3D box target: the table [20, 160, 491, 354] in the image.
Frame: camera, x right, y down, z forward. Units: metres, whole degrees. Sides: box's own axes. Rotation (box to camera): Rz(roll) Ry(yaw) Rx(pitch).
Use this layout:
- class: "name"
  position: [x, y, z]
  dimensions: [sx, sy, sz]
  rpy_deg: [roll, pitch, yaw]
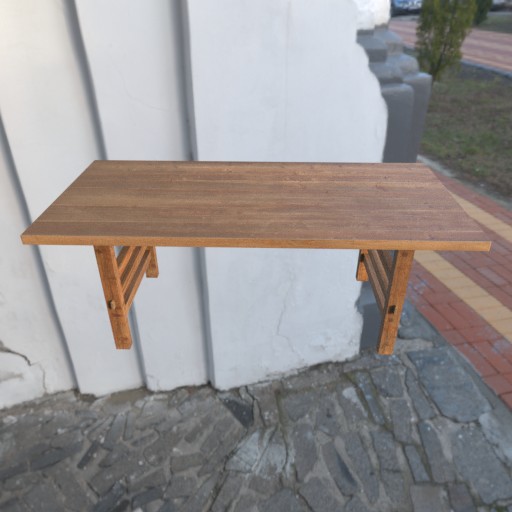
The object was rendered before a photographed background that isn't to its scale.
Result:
- class: "table"
  position: [0.000, 0.000, 2.483]
  dimensions: [2.003, 0.760, 0.952]
  rpy_deg: [1, 32, 1]
